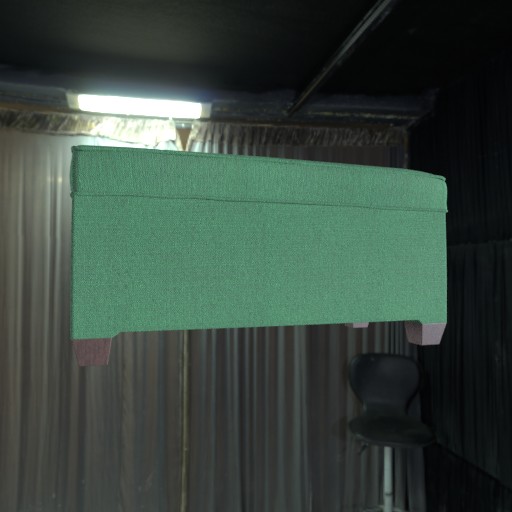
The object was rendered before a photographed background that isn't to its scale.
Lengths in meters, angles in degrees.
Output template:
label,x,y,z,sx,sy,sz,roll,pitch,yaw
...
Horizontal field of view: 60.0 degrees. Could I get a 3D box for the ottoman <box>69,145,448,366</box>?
label,x,y,z,sx,sy,sz,roll,pitch,yaw
ottoman,0.000,0.000,1.237,0.957,0.471,0.483,0,-2,-17
